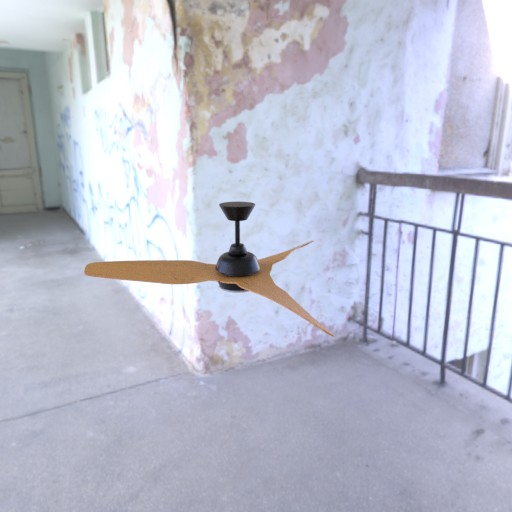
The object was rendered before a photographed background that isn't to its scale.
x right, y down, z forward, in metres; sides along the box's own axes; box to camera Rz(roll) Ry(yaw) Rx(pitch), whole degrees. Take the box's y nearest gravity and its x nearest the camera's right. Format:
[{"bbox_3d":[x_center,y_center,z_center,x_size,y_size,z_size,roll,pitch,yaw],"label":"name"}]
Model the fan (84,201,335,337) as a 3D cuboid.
[{"bbox_3d":[0.000,0.000,1.679,1.142,0.355,1.010,-8,17,-26],"label":"fan"}]
